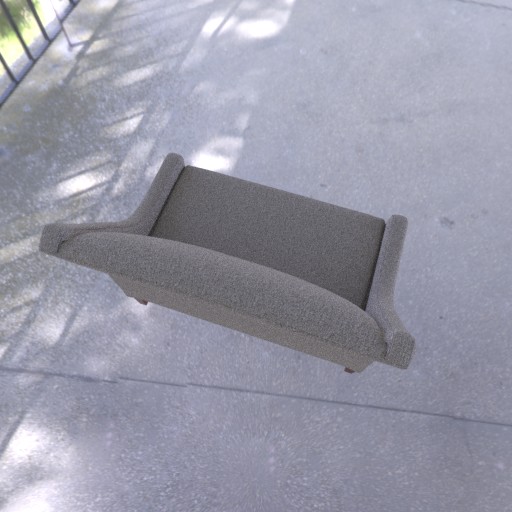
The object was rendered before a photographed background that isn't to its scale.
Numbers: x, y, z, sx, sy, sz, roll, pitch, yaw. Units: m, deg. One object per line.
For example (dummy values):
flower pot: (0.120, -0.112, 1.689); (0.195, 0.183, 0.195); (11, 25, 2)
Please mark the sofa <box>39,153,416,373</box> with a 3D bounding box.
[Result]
sofa: (0.000, 0.000, 1.952); (1.242, 1.026, 0.862); (17, 65, 8)
